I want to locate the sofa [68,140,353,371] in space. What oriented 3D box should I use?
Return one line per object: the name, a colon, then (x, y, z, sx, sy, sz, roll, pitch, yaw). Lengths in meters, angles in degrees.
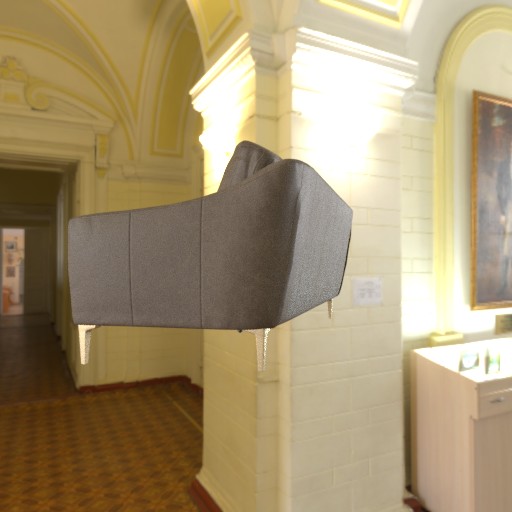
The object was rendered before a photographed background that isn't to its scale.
sofa: (0.000, 0.000, 2.586, 0.960, 0.902, 2.036, 0, -1, 18)
